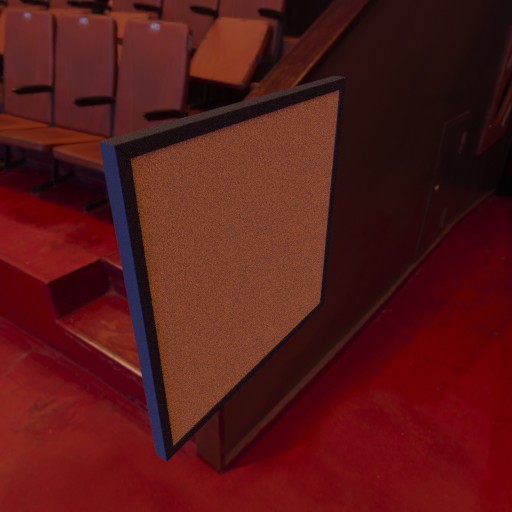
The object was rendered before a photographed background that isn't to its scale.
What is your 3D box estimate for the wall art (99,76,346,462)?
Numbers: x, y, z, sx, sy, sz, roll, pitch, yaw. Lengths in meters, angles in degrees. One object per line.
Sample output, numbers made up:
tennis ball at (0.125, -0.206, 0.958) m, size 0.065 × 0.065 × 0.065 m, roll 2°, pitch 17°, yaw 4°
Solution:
wall art at (0.000, 0.000, 1.129) m, size 0.037 × 0.763 × 0.763 m, roll 21°, pitch 37°, yaw 31°
